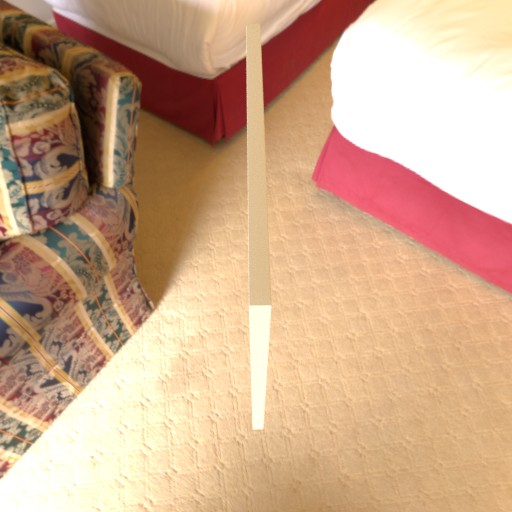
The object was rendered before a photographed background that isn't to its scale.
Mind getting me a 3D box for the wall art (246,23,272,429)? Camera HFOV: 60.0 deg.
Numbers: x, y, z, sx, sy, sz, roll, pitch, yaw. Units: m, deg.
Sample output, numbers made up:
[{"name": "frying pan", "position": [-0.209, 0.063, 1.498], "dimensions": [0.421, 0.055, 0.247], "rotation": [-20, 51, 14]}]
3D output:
[{"name": "wall art", "position": [0.000, 0.000, 0.738], "dimensions": [0.020, 0.536, 0.444], "rotation": [-1, 58, -1]}]
